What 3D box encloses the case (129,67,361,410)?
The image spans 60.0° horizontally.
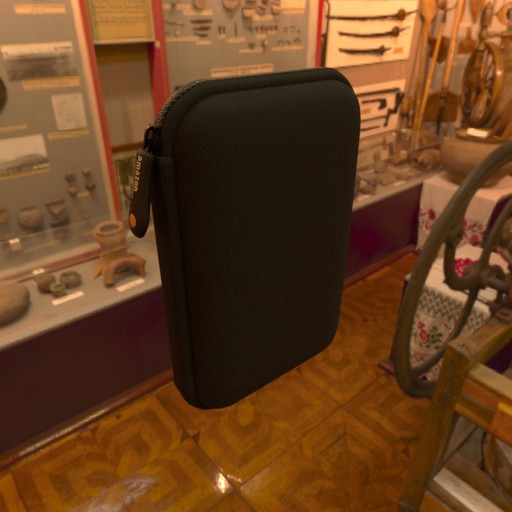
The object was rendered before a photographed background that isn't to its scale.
[{"bbox_3d":[0.000,0.000,0.193,0.107,0.147,0.030,-21,36,-33],"label":"case"}]
